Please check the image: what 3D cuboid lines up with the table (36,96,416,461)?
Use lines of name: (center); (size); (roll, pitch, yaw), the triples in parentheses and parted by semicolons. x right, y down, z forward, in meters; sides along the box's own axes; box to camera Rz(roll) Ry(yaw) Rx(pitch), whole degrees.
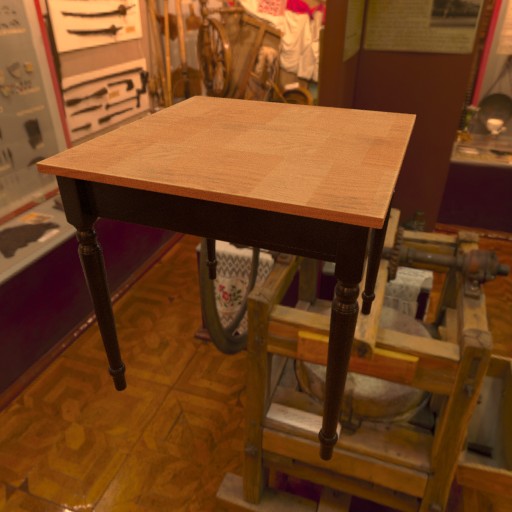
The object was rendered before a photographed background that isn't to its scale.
table: (0.000, 0.000, 1.346); (0.747, 0.738, 0.747); (11, 33, 18)
